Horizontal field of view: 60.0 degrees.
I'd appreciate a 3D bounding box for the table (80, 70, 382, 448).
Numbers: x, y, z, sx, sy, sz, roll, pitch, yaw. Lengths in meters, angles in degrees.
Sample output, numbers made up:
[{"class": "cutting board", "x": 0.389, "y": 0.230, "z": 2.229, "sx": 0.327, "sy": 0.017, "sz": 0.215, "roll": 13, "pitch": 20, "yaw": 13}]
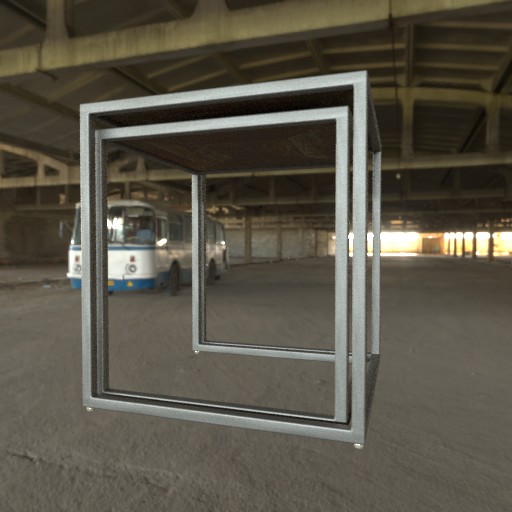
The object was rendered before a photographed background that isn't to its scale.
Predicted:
[{"class": "table", "x": 0.000, "y": 0.000, "z": 0.860, "sx": 0.449, "sy": 0.500, "sz": 0.450, "roll": 0, "pitch": 1, "yaw": 18}]
